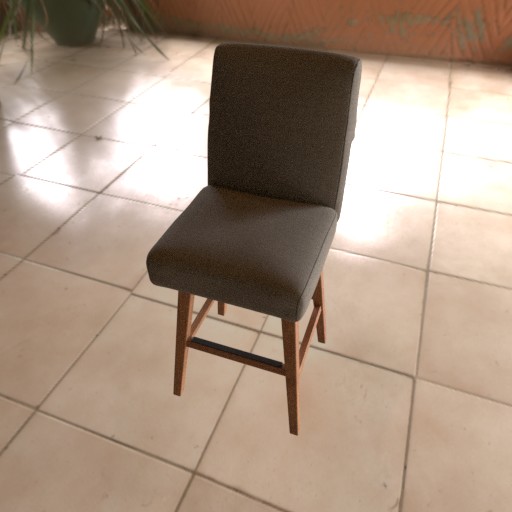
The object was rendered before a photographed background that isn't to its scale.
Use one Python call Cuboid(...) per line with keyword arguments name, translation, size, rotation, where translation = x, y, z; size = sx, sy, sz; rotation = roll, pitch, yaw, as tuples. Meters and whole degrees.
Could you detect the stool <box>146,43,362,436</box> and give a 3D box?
Cuboid(name="stool", translation=(0.000, 0.000, 1.404), size=(0.483, 1.112, 0.570), rotation=(13, 43, 15))
